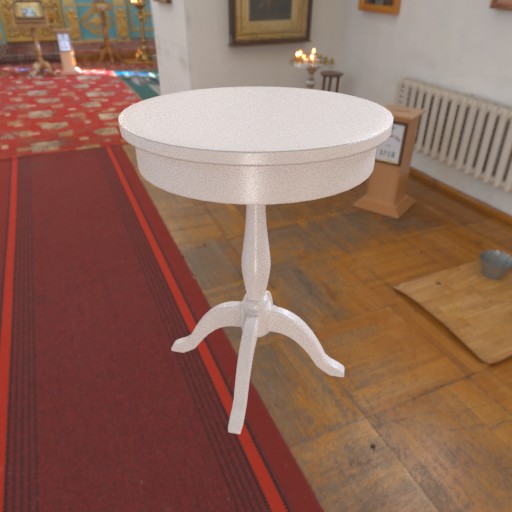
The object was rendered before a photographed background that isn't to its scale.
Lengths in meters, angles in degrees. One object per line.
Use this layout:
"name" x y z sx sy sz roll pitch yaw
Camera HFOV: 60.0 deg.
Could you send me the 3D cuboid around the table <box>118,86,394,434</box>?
"table" 0.000 0.000 1.020 0.513 0.653 0.513 0 31 0
